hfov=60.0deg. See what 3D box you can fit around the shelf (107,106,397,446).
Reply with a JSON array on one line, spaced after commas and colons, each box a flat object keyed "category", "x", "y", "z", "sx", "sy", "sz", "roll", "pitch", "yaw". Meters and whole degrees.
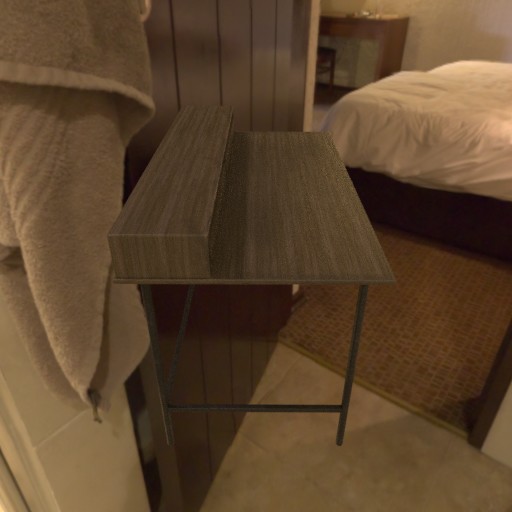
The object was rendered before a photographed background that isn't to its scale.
[{"category": "shelf", "x": 0.000, "y": 0.000, "z": 1.746, "sx": 0.685, "sy": 0.865, "sz": 1.212, "roll": 0, "pitch": 32, "yaw": 0}]
